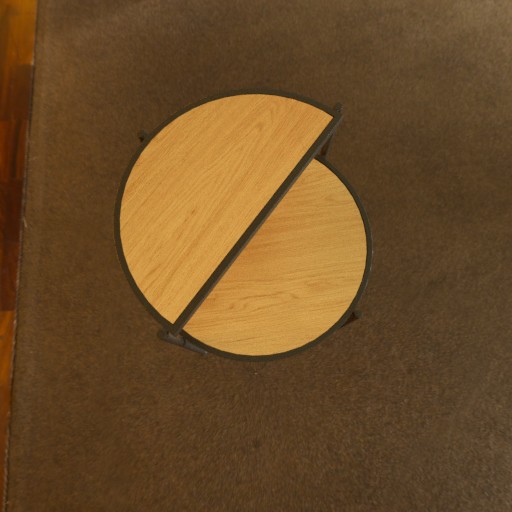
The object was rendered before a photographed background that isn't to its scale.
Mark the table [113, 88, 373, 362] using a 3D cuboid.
[{"bbox_3d":[0.000,0.000,1.217,0.628,0.684,0.629,35,78,9],"label":"table"}]
